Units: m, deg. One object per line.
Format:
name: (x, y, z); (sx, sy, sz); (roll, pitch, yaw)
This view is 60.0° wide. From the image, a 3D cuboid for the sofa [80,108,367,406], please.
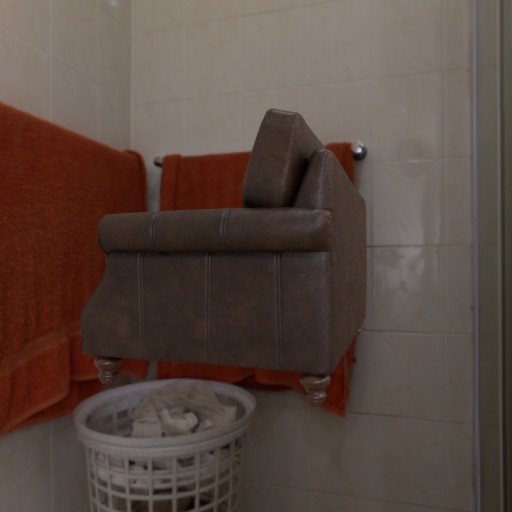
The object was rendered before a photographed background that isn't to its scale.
sofa: (0.000, 0.000, 2.224); (0.990, 0.976, 1.616); (0, 0, 18)
